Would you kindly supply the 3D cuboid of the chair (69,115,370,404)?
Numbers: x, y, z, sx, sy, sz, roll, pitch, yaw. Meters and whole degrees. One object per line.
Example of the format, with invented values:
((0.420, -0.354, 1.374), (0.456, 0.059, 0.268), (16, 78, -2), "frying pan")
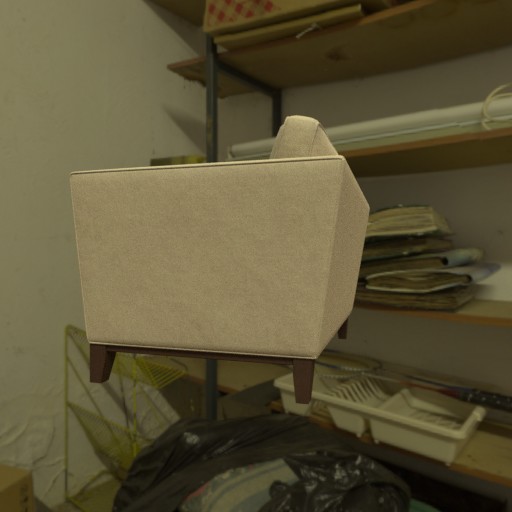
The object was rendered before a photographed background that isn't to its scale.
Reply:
((0.000, 0.000, 2.081), (0.965, 0.940, 1.397), (0, 0, 17), "chair")
